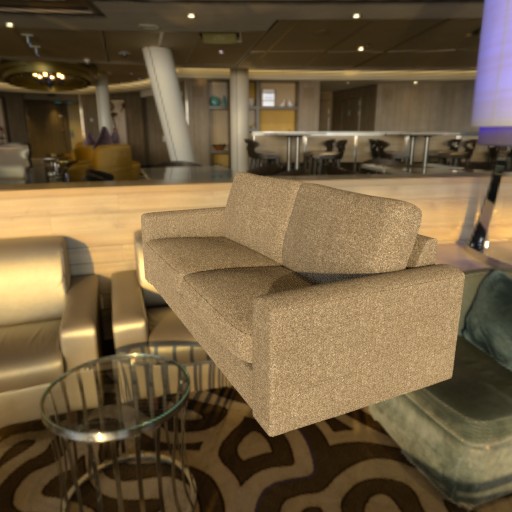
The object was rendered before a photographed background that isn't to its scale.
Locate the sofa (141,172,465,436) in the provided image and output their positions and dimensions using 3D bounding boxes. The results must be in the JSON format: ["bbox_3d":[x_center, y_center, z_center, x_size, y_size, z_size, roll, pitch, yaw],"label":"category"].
[{"bbox_3d":[0.000,0.000,2.720,1.016,0.873,2.179,-7,17,-25],"label":"sofa"}]
